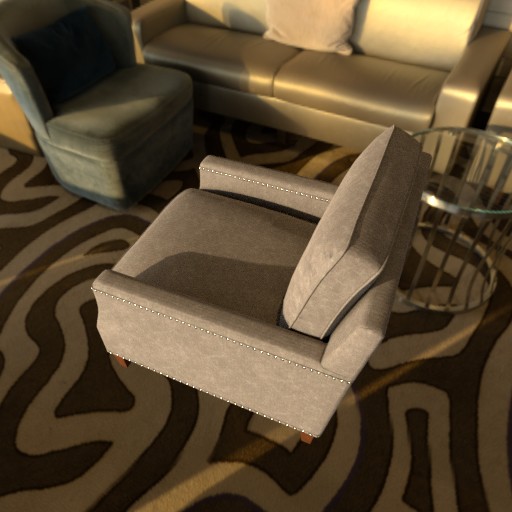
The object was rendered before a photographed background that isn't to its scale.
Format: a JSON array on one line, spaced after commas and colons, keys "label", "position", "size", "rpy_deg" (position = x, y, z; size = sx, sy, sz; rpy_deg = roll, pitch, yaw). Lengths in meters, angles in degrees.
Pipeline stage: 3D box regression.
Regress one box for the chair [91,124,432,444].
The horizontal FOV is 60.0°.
[{"label": "chair", "position": [0.000, 0.000, 1.681], "size": [1.014, 0.948, 0.853], "rpy_deg": [17, 48, 16]}]
